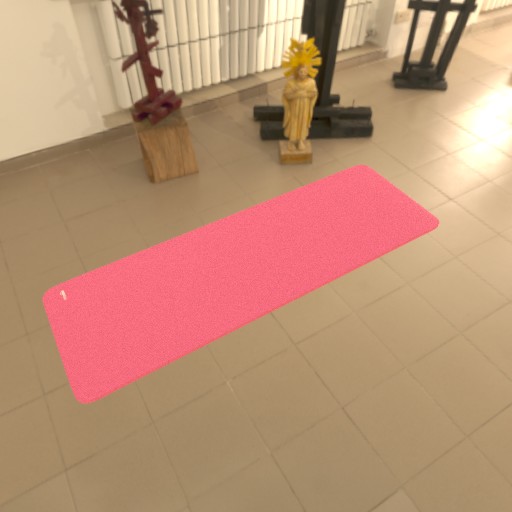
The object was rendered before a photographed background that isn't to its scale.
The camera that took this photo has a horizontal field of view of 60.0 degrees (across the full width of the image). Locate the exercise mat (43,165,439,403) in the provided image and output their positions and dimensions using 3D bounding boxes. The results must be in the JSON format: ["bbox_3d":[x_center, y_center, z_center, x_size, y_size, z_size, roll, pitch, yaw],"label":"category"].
[{"bbox_3d":[0.000,0.000,2.120,1.884,0.021,0.616,-24,52,-21],"label":"exercise mat"}]
